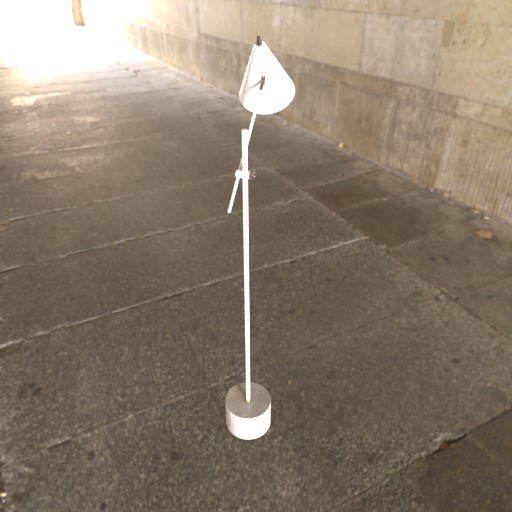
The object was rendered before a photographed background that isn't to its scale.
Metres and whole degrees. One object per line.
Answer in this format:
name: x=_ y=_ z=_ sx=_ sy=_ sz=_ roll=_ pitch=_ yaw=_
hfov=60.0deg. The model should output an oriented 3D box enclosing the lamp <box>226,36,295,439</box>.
lamp: x=0.000 y=0.000 z=1.614 sx=0.223 sy=1.430 sz=0.508 roll=10 pitch=34 yaw=15
